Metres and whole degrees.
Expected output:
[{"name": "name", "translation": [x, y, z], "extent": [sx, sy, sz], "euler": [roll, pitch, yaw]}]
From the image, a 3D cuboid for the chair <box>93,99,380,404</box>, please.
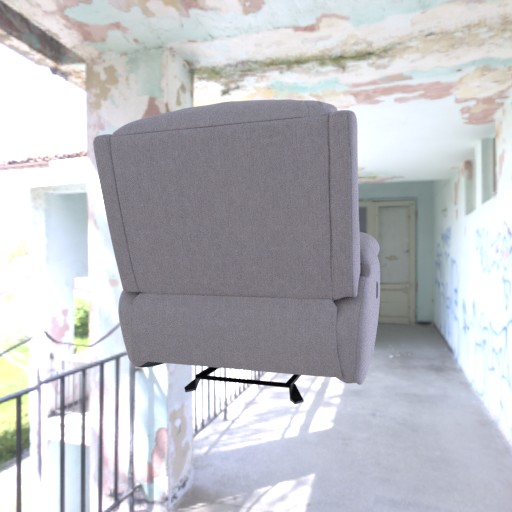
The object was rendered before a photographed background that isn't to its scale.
[{"name": "chair", "translation": [0.000, 0.000, 1.768], "extent": [0.930, 1.011, 0.899], "euler": [0, 0, 18]}]
